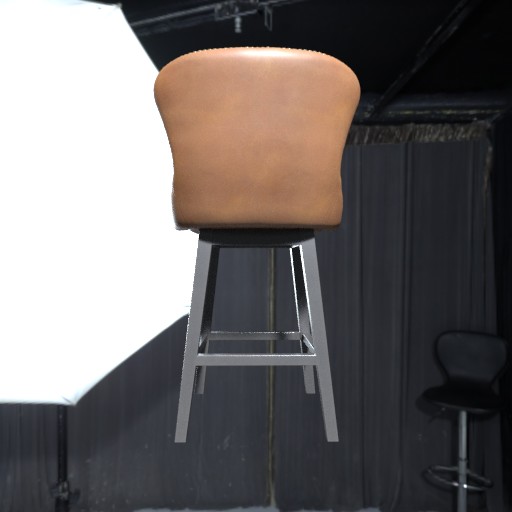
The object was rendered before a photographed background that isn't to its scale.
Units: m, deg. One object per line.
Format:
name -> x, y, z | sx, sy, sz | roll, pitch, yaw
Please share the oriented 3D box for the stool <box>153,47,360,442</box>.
stool -> 0.000, 0.000, 1.306 | 0.528, 0.971, 0.593 | 0, 0, -1
